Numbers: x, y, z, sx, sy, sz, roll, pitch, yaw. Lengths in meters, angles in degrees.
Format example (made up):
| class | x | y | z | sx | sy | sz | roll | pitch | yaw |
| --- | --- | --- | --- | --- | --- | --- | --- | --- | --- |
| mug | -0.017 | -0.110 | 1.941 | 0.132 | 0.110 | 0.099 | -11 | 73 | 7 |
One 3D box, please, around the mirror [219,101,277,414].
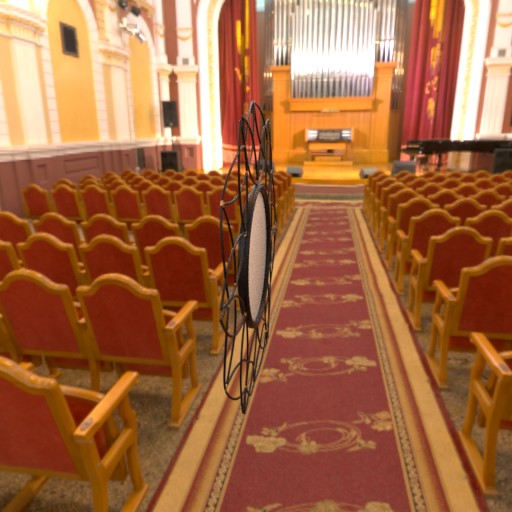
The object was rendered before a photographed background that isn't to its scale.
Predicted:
| class | x | y | z | sx | sy | sz | roll | pitch | yaw |
| --- | --- | --- | --- | --- | --- | --- | --- | --- | --- |
| mirror | 0.000 | 0.000 | 1.173 | 0.028 | 0.775 | 0.797 | 3 | 16 | 9 |
